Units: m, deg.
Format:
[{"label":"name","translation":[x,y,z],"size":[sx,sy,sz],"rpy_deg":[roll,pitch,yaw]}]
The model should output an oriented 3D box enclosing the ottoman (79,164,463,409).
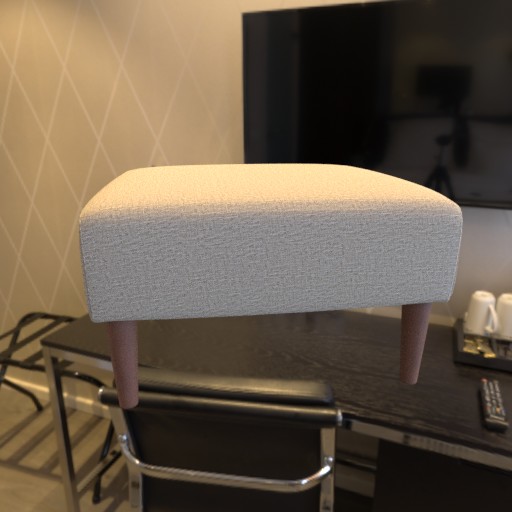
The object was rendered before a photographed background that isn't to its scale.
[{"label":"ottoman","translation":[0.000,0.000,1.050],"size":[0.650,0.398,0.649],"rpy_deg":[-2,17,-8]}]
